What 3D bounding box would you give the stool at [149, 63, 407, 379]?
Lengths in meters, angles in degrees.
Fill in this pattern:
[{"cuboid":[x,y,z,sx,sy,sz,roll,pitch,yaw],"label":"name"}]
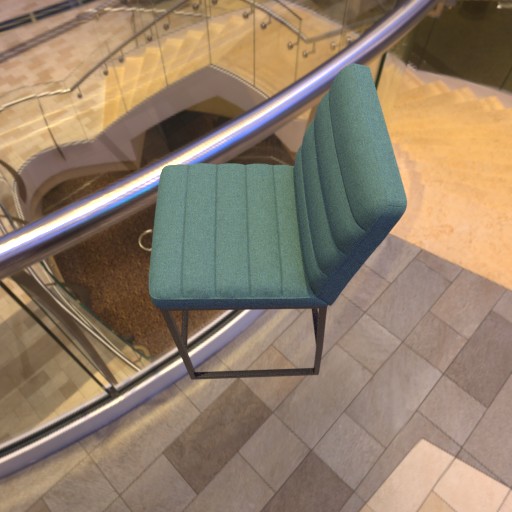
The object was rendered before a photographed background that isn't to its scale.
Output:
[{"cuboid":[0.000,0.000,1.372,0.560,1.040,0.460,-2,58,-1],"label":"stool"}]
